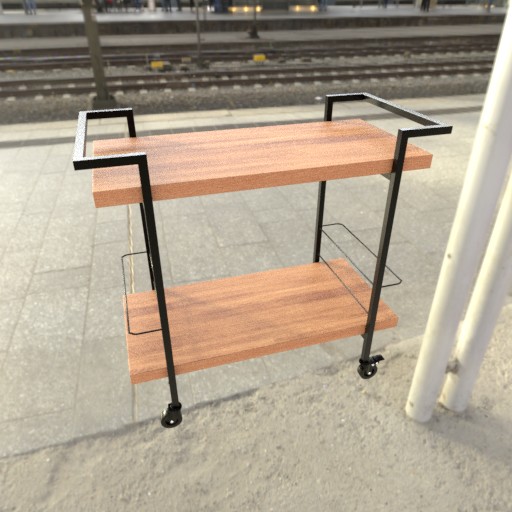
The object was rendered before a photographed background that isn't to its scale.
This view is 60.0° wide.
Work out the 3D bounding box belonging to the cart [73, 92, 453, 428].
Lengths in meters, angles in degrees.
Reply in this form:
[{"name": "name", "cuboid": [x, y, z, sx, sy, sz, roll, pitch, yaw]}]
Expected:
[{"name": "cart", "cuboid": [0.000, 0.000, 1.249, 0.806, 0.762, 0.406, -9, 32, -15]}]
